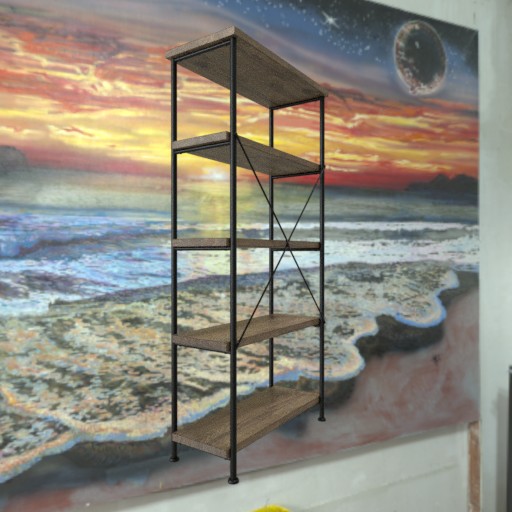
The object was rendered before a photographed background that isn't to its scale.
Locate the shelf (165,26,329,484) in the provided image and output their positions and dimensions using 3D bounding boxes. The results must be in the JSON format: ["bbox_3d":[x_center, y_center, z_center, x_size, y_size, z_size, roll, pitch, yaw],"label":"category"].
[{"bbox_3d":[0.000,0.000,2.066,0.360,1.700,0.800,0,0,35],"label":"shelf"}]
